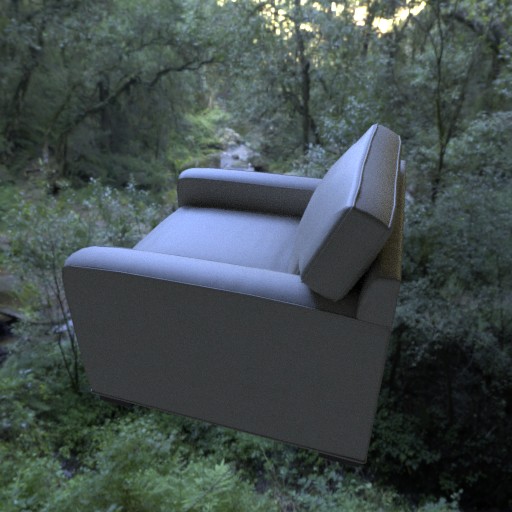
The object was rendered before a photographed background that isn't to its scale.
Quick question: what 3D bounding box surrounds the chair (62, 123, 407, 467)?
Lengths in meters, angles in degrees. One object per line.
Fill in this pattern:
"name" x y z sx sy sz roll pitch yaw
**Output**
"chair" 0.000 0.000 1.756 1.043 0.913 0.998 9 31 15
